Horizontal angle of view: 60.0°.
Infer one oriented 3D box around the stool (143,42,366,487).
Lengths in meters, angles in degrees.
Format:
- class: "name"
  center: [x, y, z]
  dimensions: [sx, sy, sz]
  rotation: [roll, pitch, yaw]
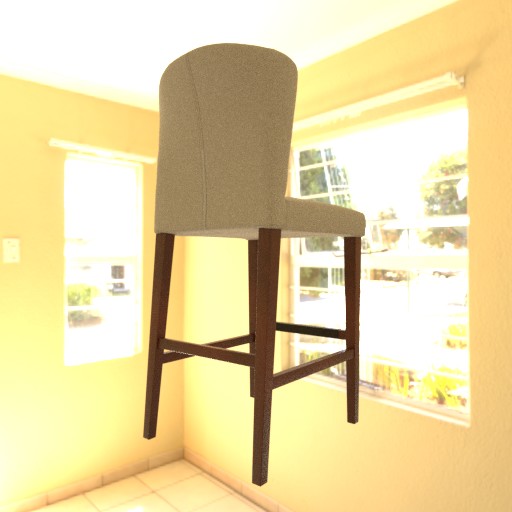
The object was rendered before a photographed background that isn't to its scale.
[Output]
- class: "stool"
  center: [0.000, 0.000, 1.362]
  dimensions: [0.479, 1.069, 0.568]
  rotation: [0, 0, 39]
